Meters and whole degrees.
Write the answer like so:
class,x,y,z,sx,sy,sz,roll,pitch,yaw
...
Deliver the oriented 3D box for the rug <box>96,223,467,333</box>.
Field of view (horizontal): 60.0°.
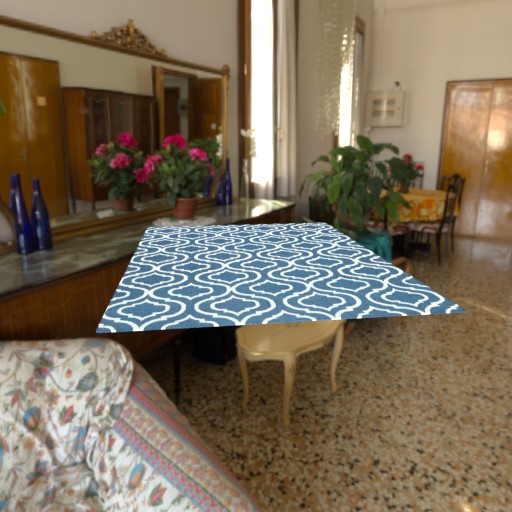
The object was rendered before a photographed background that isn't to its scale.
class,x,y,z,sx,sy,sz,roll,pitch,yaw
rug,0.000,0.000,4.454,2.438,0.010,3.353,-2,15,-8
